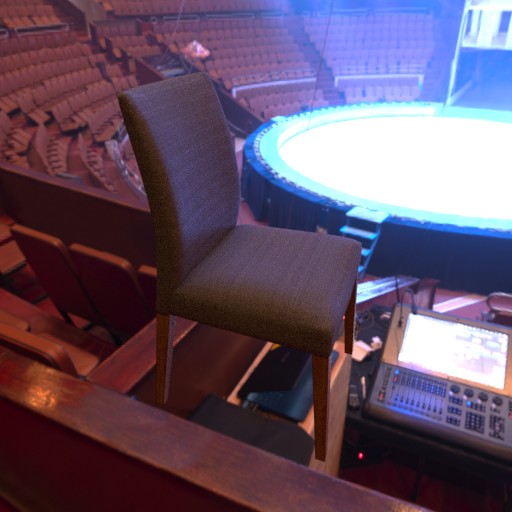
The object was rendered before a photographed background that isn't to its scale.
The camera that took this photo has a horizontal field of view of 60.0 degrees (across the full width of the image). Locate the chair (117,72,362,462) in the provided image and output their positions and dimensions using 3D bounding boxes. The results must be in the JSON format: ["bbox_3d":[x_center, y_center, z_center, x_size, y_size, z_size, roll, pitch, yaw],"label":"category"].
[{"bbox_3d":[0.000,0.000,1.294,0.585,0.940,0.496,10,30,17],"label":"chair"}]
